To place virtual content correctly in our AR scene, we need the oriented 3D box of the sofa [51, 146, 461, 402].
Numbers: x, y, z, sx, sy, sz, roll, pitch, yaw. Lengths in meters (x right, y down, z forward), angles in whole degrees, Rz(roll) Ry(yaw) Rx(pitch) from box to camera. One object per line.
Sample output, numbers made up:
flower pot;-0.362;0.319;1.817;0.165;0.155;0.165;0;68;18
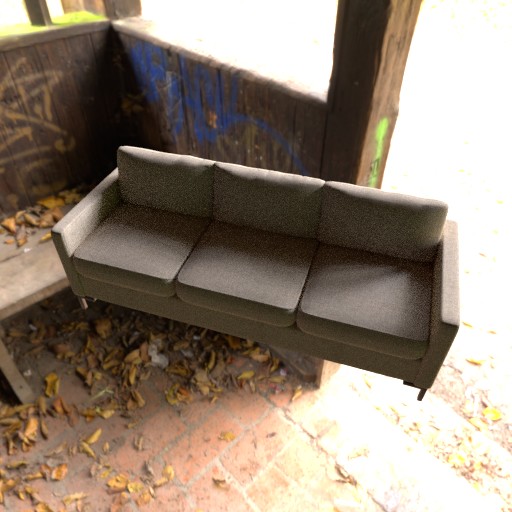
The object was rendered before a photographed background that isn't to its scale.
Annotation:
sofa;0.000;0.000;2.685;2.218;0.874;0.859;12;43;13
